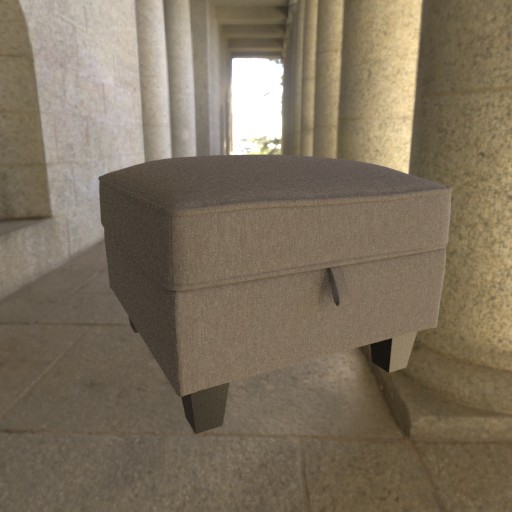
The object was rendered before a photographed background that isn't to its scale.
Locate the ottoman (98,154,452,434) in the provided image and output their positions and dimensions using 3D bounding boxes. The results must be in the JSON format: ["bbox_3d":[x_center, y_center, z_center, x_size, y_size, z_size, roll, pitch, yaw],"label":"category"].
[{"bbox_3d":[0.000,0.000,1.380,0.808,0.612,0.871,-8,17,-26],"label":"ottoman"}]
